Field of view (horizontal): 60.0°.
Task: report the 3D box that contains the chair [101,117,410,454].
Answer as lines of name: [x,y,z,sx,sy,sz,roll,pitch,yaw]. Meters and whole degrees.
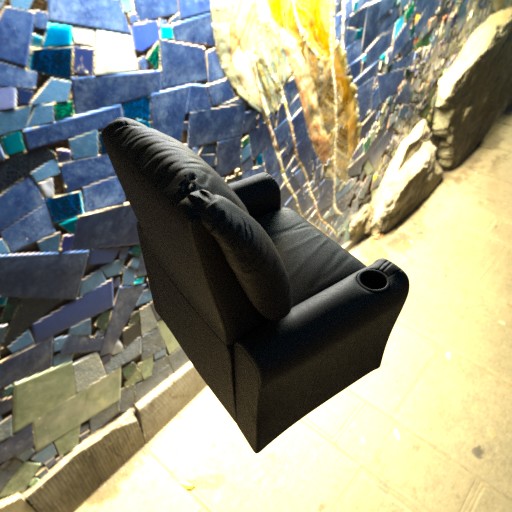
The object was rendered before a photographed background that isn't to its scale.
chair: [0.000,0.000,1.109,0.521,0.709,0.610,-24,46,-26]
